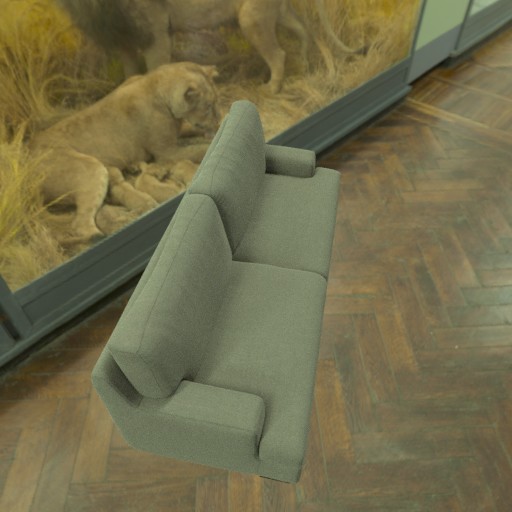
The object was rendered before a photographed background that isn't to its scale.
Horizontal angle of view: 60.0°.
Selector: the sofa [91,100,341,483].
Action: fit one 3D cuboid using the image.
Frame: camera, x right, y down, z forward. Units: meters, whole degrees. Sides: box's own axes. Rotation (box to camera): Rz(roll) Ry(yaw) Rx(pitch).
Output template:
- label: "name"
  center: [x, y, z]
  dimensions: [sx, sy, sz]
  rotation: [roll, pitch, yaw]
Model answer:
- label: "sofa"
  center: [0.000, 0.000, 2.818]
  dimensions: [0.962, 0.980, 2.354]
  rotation: [9, 46, 8]
